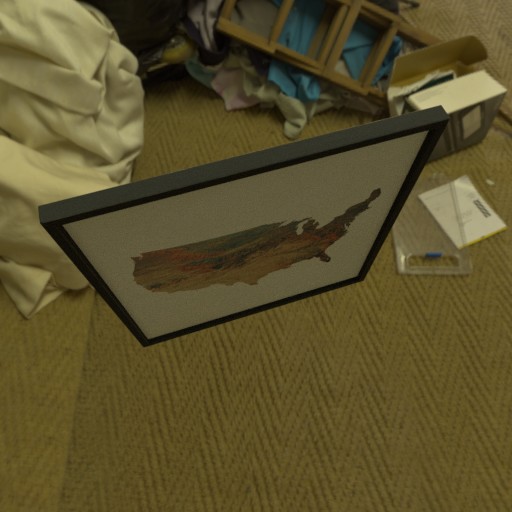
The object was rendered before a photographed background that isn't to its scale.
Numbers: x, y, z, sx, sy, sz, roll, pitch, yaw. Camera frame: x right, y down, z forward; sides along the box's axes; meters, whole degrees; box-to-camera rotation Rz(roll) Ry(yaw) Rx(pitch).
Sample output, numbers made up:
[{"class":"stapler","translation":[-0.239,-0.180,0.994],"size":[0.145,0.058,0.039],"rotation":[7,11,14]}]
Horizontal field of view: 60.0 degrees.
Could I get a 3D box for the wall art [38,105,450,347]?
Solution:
[{"class":"wall art","translation":[0.000,0.000,0.451],"size":[0.304,0.303,0.015],"rotation":[-16,64,-8]}]
